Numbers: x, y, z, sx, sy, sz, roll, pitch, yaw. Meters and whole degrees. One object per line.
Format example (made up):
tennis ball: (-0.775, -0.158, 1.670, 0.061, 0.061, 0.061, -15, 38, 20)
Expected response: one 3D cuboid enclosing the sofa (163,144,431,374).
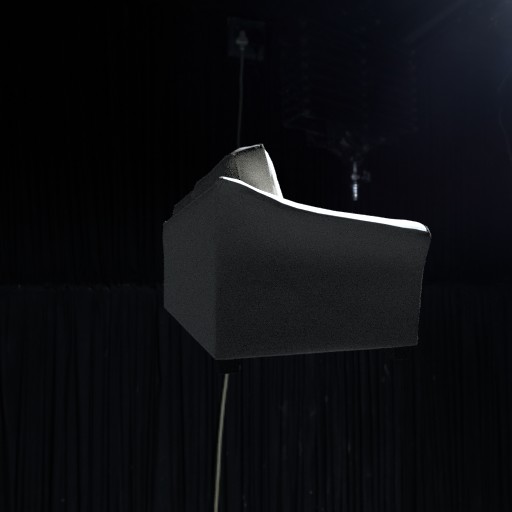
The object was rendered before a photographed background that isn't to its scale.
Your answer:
sofa: (0.000, 0.000, 2.861, 0.980, 0.965, 2.270, 0, -1, -17)
